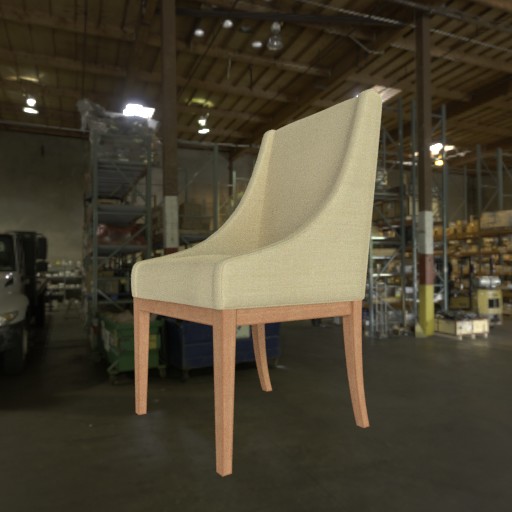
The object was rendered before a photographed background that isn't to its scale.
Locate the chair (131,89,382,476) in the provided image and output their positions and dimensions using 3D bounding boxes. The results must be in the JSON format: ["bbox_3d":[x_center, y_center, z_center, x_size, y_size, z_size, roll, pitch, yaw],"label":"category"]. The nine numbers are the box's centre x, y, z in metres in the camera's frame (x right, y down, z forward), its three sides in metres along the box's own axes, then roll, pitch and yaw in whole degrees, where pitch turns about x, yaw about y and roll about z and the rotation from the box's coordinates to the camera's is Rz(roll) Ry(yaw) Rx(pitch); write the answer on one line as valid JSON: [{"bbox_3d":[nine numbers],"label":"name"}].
[{"bbox_3d":[0.000,0.000,1.407,0.611,1.021,0.575,1,-2,-35],"label":"chair"}]
